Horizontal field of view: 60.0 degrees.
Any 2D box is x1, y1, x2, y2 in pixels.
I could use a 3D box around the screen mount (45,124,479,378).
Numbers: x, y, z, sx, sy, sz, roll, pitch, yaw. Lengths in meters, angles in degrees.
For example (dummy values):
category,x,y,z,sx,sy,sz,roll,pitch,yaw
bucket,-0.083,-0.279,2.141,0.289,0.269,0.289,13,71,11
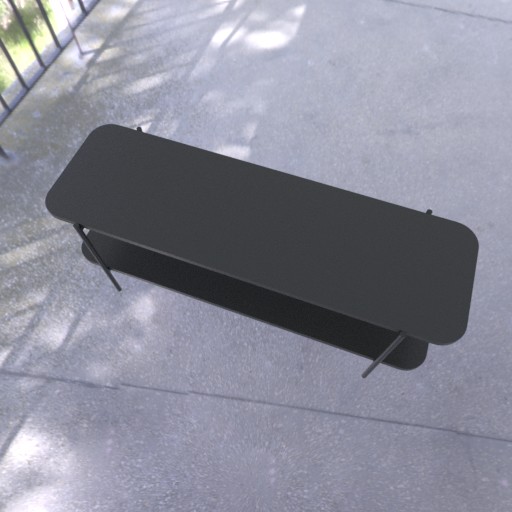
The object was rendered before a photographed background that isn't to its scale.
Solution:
category,x,y,z,sx,sy,sz,roll,pitch,yaw
screen mount,0.000,0.000,1.442,1.200,0.447,0.400,18,64,9
